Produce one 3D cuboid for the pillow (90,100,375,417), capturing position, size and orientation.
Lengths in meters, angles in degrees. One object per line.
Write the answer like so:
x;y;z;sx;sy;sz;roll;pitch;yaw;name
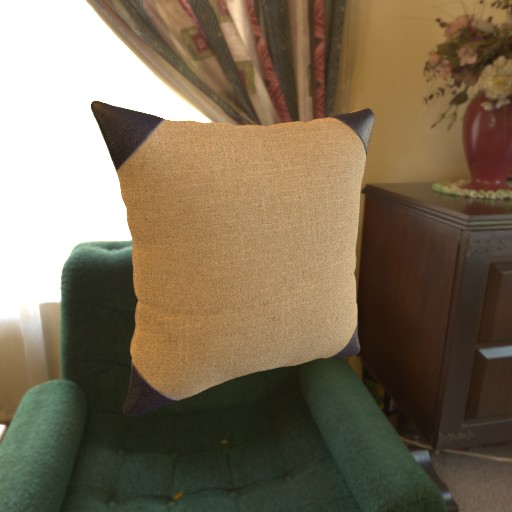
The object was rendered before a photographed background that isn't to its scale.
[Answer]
0.000;0.000;0.680;0.440;0.441;0.147;-8;18;-27;pillow
